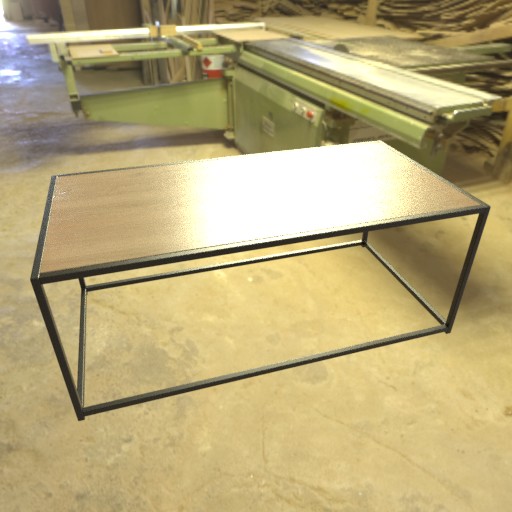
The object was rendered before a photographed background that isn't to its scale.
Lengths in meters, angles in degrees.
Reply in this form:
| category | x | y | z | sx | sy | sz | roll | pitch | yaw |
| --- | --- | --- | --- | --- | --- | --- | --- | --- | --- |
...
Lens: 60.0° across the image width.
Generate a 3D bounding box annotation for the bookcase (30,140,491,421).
| category | x | y | z | sx | sy | sz | roll | pitch | yaw |
| --- | --- | --- | --- | --- | --- | --- | --- | --- | --- |
| bookcase | 0.000 | 0.000 | 1.224 | 1.000 | 0.400 | 0.500 | -9 | 34 | -14 |
